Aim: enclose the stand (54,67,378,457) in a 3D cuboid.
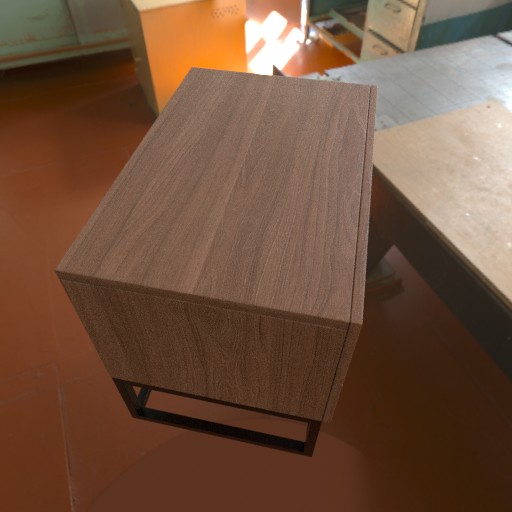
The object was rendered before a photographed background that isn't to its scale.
[{"bbox_3d":[0.000,0.000,0.941,0.420,0.500,0.600,9,49,8],"label":"stand"}]
